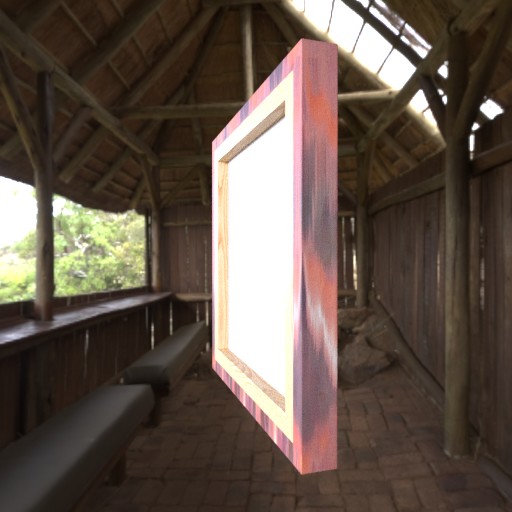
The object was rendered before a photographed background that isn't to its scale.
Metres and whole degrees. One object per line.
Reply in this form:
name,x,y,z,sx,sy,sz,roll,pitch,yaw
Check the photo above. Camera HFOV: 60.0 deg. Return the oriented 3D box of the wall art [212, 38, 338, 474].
wall art,0.000,0.000,0.609,0.038,0.406,0.403,0,0,-17
